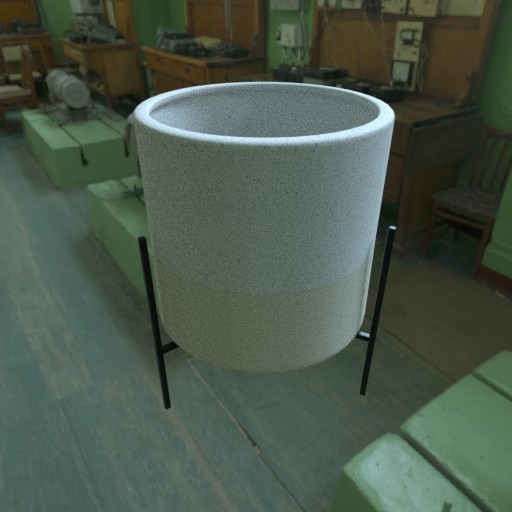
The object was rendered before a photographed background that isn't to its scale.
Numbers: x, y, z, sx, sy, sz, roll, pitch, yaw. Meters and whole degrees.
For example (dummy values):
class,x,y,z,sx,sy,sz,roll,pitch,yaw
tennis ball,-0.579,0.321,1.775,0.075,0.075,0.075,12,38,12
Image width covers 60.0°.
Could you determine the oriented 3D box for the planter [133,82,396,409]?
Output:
class,x,y,z,sx,sy,sz,roll,pitch,yaw
planter,0.000,0.000,0.641,0.335,0.423,0.313,-20,37,-30
